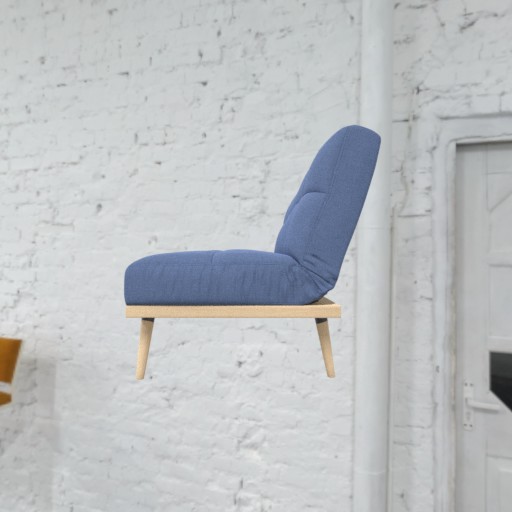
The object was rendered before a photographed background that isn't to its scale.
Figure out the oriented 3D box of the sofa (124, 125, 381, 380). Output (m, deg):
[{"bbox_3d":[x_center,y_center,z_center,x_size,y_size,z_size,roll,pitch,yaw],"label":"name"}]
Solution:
[{"bbox_3d":[0.000,0.000,2.232,0.796,0.800,1.800,0,-1,1],"label":"sofa"}]
